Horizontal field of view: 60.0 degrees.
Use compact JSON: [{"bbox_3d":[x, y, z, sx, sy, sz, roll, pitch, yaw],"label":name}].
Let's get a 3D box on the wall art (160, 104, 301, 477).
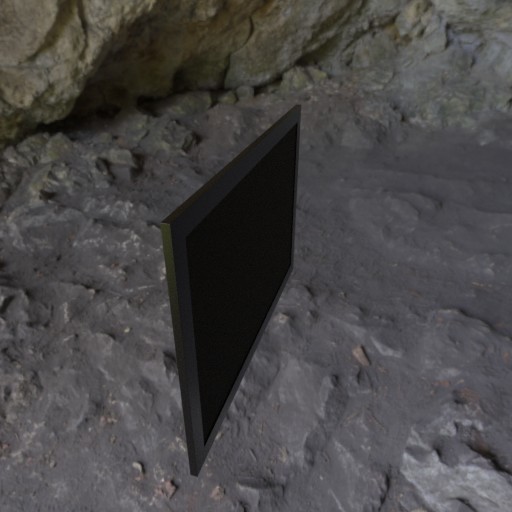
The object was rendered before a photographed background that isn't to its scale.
[{"bbox_3d":[0.000,0.000,0.868,0.013,0.447,0.660,9,31,15],"label":"wall art"}]
